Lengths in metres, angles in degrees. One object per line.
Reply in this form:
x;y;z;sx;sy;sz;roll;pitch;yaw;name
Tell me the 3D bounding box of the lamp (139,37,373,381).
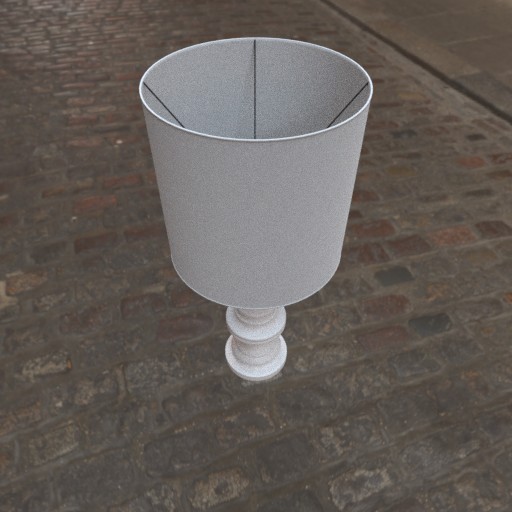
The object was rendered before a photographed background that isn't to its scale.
0.000;0.000;0.564;0.208;0.455;0.208;-15;47;-14;lamp
